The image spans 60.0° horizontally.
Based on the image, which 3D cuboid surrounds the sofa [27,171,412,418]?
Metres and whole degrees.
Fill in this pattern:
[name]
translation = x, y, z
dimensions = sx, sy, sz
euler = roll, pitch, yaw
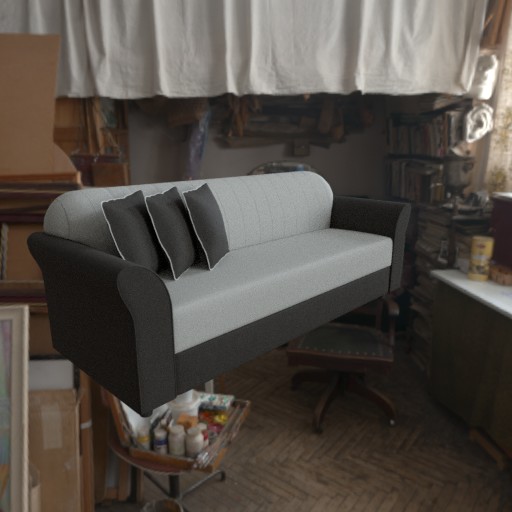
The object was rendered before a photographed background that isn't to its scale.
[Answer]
[sofa]
translation = 0.000, 0.000, 2.354
dimensions = 0.755, 0.787, 2.001
euler = 14, 20, 42
